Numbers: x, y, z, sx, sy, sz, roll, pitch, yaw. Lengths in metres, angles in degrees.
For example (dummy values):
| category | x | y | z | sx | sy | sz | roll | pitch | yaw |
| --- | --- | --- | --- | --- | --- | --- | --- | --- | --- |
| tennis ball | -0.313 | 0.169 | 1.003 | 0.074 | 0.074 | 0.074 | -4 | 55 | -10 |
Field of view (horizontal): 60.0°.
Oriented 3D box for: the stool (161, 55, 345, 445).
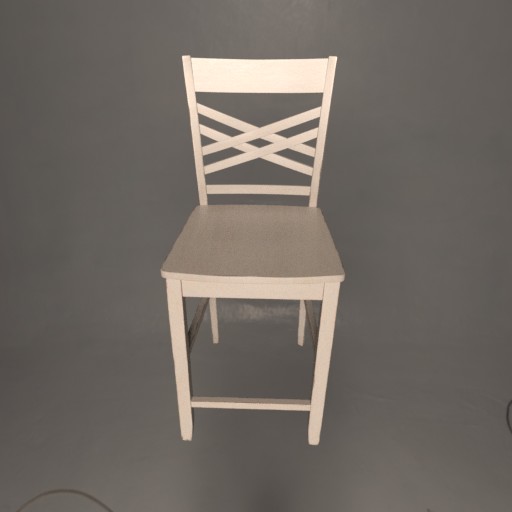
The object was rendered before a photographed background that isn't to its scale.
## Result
| category | x | y | z | sx | sy | sz | roll | pitch | yaw |
| --- | --- | --- | --- | --- | --- | --- | --- | --- | --- |
| stool | 0.000 | 0.000 | 1.363 | 0.462 | 1.079 | 0.539 | 1 | 30 | 2 |
